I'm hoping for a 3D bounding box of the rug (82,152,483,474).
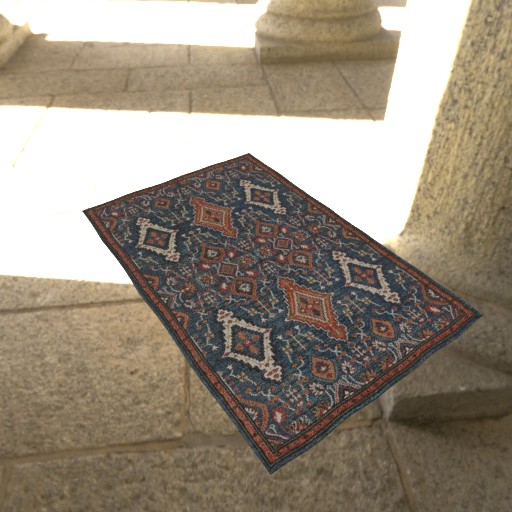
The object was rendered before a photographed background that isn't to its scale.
[{"bbox_3d":[0.000,0.000,4.151,2.190,0.008,3.371,-25,47,-26],"label":"rug"}]
